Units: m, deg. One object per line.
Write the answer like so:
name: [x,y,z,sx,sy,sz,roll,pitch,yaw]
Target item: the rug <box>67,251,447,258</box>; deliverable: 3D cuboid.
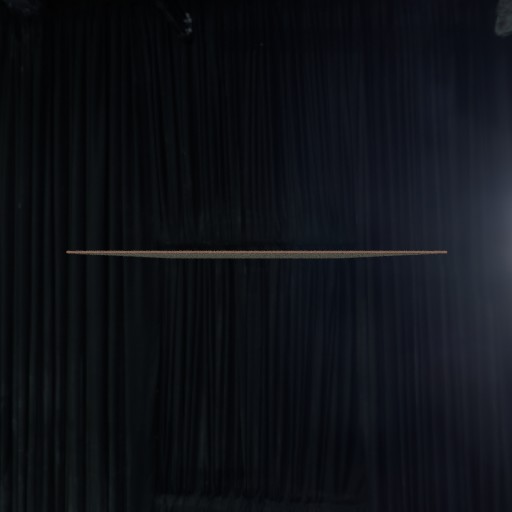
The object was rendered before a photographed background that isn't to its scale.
rug: [0.000,0.000,2.327,1.219,0.008,1.829,0,-1,0]
